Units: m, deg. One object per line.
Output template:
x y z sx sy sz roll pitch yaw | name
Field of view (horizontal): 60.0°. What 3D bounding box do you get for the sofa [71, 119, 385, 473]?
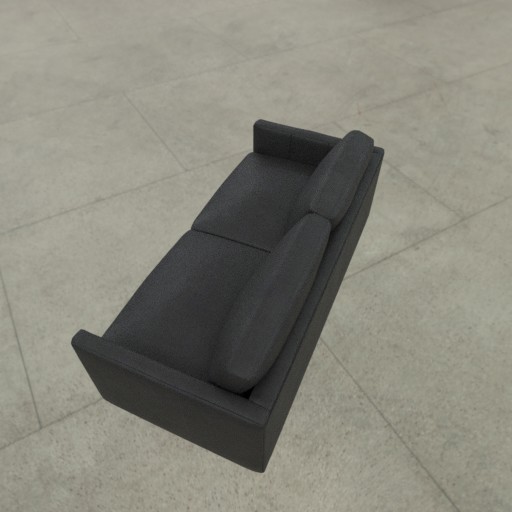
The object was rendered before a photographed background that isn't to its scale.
0.000 0.000 2.505 0.933 0.863 1.971 18 50 16 | sofa
